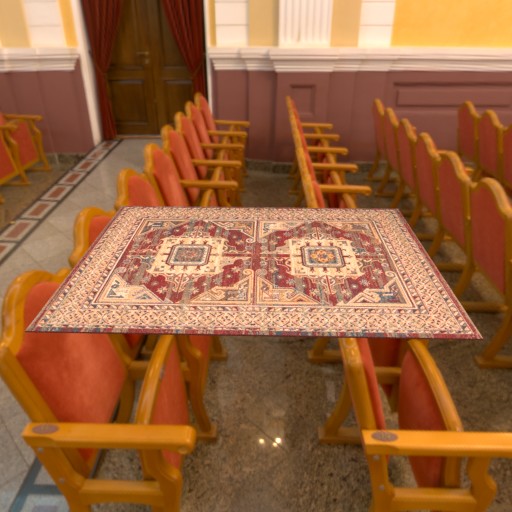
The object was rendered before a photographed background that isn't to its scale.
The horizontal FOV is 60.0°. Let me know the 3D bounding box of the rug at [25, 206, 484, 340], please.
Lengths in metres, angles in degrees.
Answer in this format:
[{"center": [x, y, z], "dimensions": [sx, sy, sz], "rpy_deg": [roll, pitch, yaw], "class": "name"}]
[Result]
[{"center": [0.000, 0.000, 2.836], "dimensions": [2.210, 0.011, 1.599], "rpy_deg": [1, 29, 1], "class": "rug"}]
